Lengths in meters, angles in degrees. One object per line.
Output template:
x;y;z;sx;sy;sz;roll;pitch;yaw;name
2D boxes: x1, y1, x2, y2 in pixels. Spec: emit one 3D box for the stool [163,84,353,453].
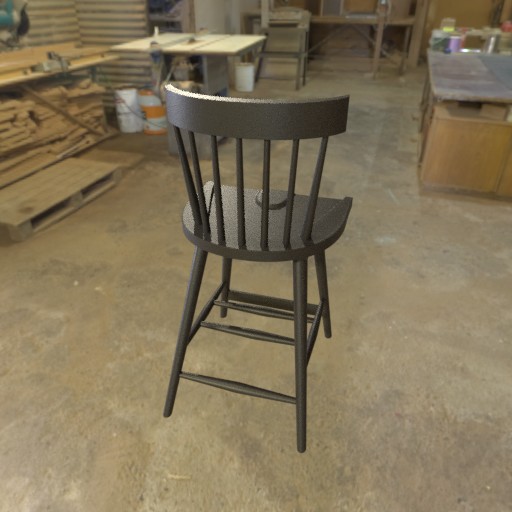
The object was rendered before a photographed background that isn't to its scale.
0.000;0.000;1.324;0.494;0.953;0.549;9;32;14;stool
